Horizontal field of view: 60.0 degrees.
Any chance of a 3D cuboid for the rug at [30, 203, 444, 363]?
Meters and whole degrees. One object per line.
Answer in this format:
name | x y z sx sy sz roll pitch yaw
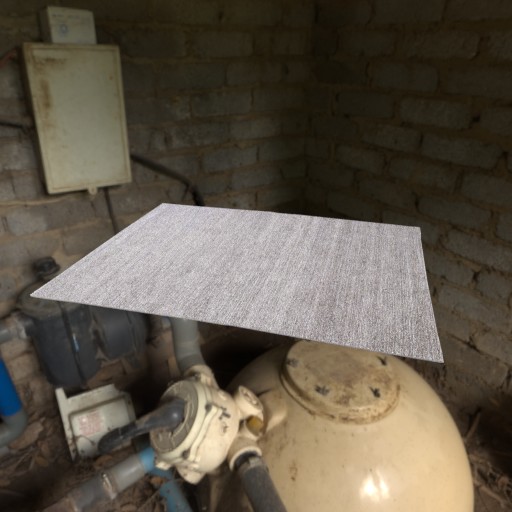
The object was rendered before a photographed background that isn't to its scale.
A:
rug | 0.000 0.000 4.318 3.202 0.045 2.434 7 26 14
